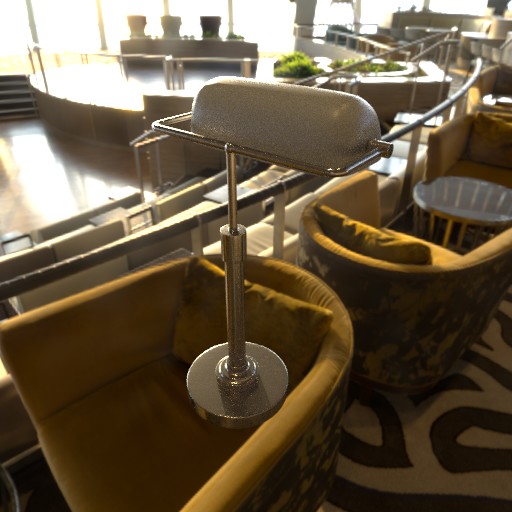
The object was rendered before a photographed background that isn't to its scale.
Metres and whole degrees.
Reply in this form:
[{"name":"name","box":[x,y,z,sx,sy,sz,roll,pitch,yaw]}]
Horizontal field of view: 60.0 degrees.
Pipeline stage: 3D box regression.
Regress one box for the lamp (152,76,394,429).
[{"name":"lamp","box":[0.000,0.000,0.564,0.269,0.404,0.227,23,38,32]}]
